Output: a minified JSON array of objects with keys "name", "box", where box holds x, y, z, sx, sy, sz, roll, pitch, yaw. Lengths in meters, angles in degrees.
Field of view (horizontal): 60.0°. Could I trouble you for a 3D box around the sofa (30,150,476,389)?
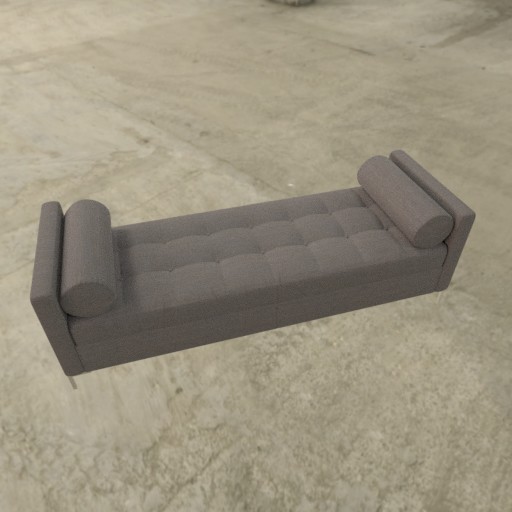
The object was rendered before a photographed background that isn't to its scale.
[{"name":"sofa","box":[0.000,0.000,2.315,1.981,0.635,0.686,-11,42,-12]}]
